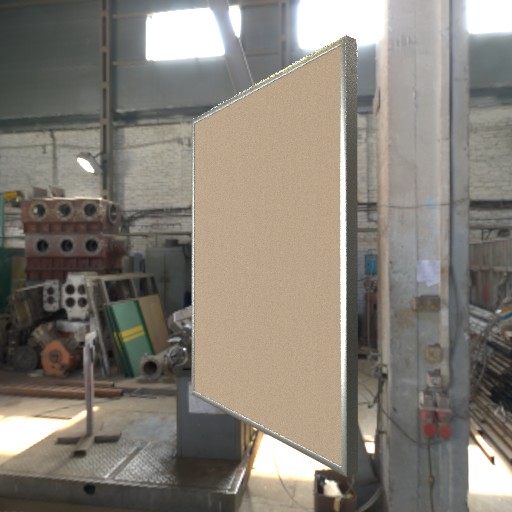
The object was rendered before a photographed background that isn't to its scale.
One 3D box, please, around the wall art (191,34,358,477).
[{"bbox_3d":[0.000,0.000,1.401,0.041,1.062,0.803,0,-1,-35],"label":"wall art"}]
